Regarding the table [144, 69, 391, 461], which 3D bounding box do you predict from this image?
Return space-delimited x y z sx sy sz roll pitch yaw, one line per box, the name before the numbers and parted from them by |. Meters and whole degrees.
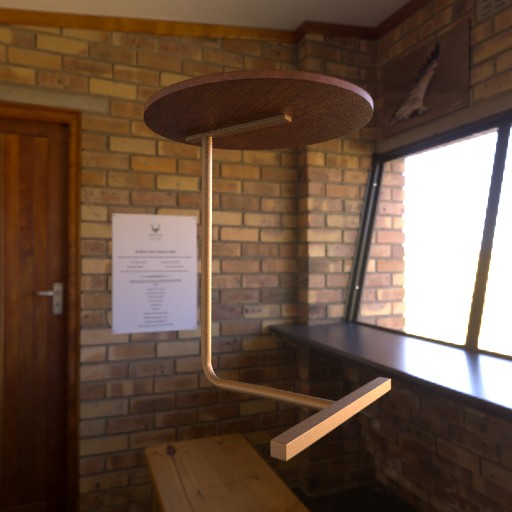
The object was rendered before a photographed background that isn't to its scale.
table | 0.000 0.000 1.115 0.577 0.706 0.530 0 -1 36
